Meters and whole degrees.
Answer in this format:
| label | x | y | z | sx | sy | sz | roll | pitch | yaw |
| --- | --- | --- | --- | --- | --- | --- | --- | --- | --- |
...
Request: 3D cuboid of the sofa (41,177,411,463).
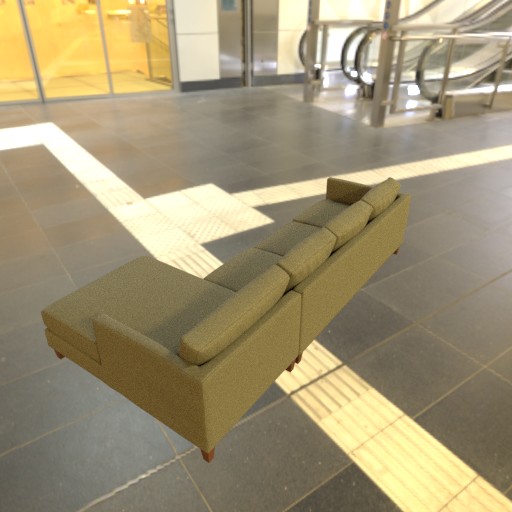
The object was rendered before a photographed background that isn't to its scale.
| label | x | y | z | sx | sy | sz | roll | pitch | yaw |
| --- | --- | --- | --- | --- | --- | --- | --- | --- | --- |
| sofa | 0.000 | 0.000 | 3.919 | 1.625 | 0.861 | 3.186 | 20 | 36 | 30 |
